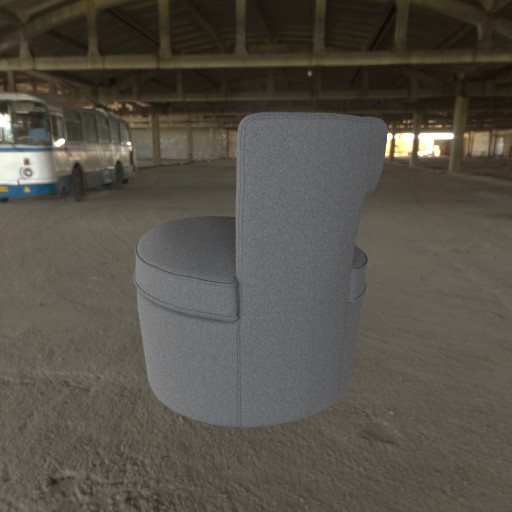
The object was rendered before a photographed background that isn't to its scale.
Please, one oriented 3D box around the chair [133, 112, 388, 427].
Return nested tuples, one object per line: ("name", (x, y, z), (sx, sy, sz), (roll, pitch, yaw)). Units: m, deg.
("chair", (0.000, 0.000, 1.233), (0.660, 0.719, 0.689), (2, 14, 7))
